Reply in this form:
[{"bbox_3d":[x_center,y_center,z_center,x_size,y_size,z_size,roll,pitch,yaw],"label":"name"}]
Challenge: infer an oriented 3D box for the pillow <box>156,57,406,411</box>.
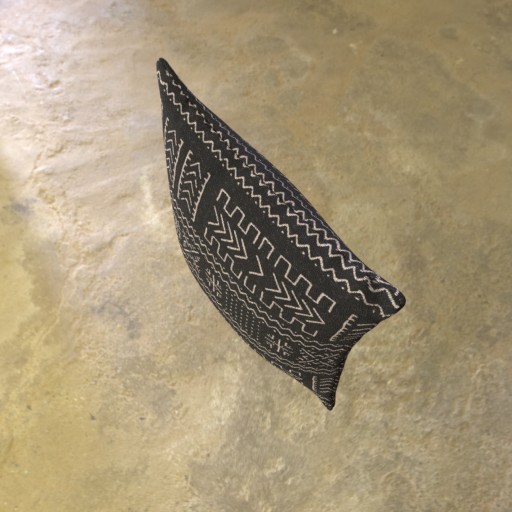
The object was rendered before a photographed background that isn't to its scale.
[{"bbox_3d":[0.000,0.000,0.658,0.164,0.430,0.438,-32,64,-18],"label":"pillow"}]
